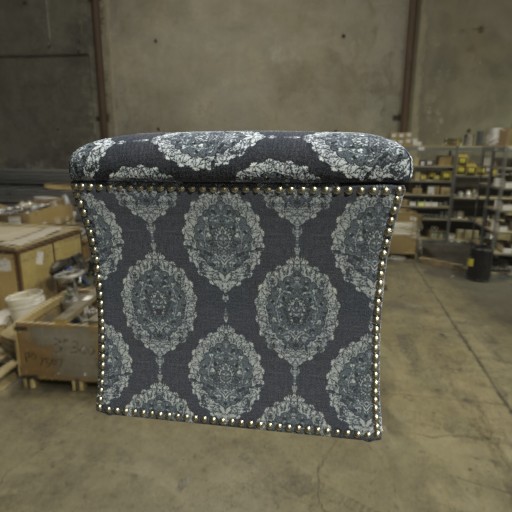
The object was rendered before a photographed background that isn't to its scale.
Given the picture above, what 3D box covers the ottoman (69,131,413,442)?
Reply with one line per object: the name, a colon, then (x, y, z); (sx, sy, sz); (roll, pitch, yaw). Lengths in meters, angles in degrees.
ottoman: (0.000, 0.000, 0.883); (0.507, 0.475, 0.497); (2, 14, 9)
